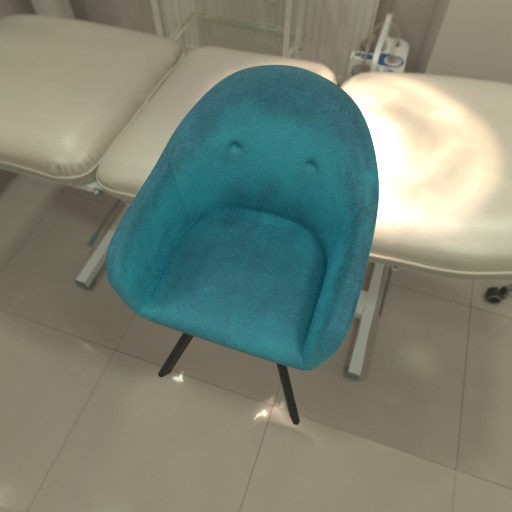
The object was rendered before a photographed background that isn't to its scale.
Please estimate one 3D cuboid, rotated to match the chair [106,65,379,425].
[{"bbox_3d":[0.000,0.000,1.177,0.540,0.780,0.570,16,58,10],"label":"chair"}]
